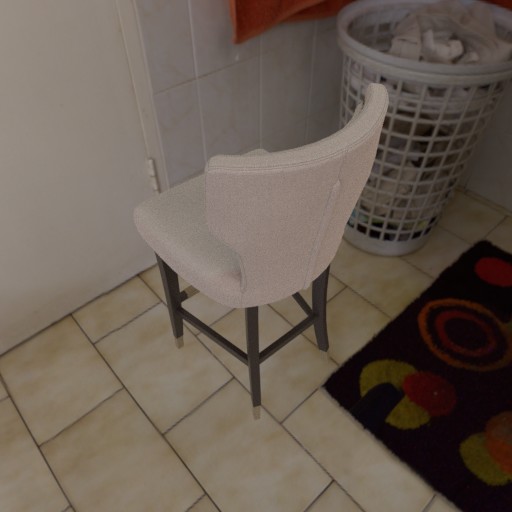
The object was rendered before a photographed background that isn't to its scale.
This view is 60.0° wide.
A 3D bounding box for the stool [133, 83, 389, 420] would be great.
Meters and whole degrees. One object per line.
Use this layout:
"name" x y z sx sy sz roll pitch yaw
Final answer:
"stool" 0.000 0.000 1.396 0.526 1.092 0.563 -31 54 -26
